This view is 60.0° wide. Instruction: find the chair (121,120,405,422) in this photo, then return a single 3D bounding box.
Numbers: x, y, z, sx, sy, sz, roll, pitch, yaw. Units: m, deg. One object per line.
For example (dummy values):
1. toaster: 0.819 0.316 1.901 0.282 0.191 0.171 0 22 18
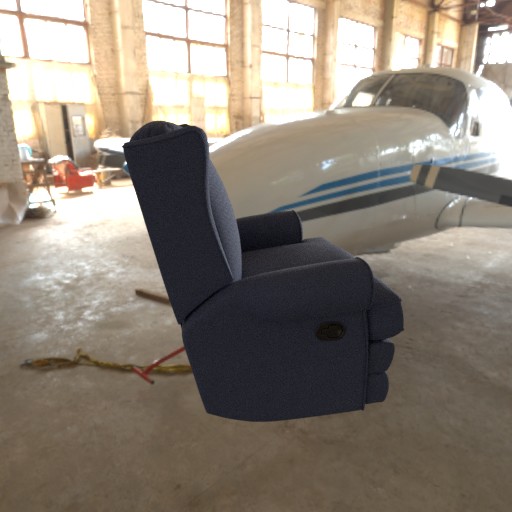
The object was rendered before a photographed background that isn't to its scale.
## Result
1. chair: 0.000 0.000 1.743 0.877 1.020 0.971 -3 17 -10
